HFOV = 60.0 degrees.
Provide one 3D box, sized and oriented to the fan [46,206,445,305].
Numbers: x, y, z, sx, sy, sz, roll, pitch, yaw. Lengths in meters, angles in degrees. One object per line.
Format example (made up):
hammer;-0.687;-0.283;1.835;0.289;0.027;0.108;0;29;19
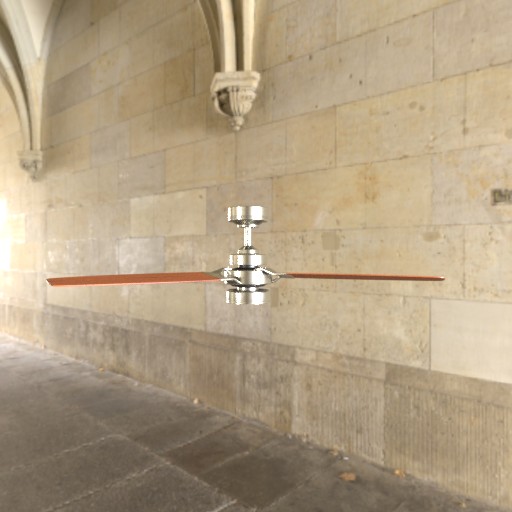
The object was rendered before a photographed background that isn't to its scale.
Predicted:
fan;0.000;0.000;2.046;1.416;0.410;1.271;0;0;-1
